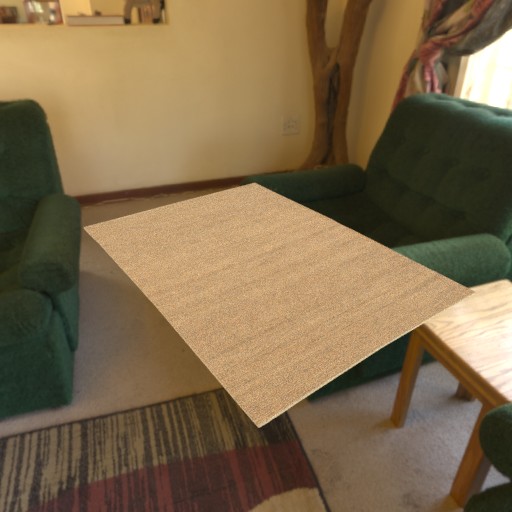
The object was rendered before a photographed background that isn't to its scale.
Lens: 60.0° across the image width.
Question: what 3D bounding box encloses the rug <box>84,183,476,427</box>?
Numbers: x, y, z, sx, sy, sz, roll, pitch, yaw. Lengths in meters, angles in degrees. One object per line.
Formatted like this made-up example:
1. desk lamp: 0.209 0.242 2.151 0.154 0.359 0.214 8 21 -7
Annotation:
1. rug: 0.000 0.000 3.013 1.624 0.030 2.264 -20 36 -31
